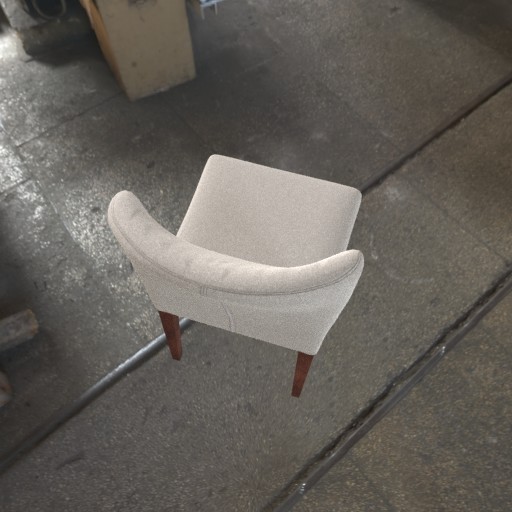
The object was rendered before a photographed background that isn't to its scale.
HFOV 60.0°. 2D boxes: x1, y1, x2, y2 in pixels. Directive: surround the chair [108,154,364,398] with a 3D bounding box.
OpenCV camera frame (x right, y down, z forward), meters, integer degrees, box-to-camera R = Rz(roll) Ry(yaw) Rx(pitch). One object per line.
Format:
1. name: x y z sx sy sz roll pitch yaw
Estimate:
1. chair: 0.000 0.000 1.209 0.491 0.839 0.592 15 63 8
